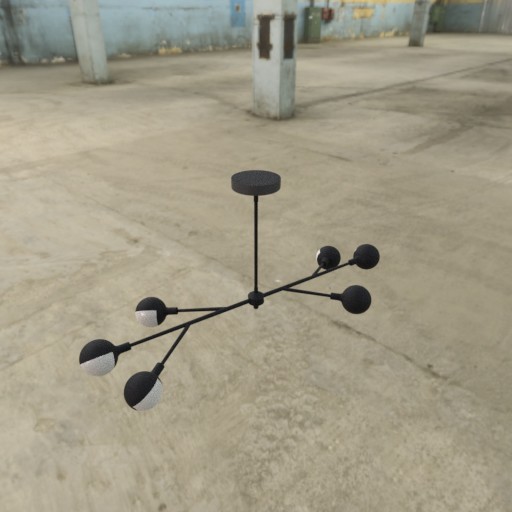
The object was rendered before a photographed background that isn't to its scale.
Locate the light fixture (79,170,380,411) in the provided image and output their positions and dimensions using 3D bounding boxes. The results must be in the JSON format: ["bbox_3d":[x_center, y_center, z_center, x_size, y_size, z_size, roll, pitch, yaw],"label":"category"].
[{"bbox_3d":[0.000,0.000,0.986,0.778,0.362,0.434,-9,29,-16],"label":"light fixture"}]
